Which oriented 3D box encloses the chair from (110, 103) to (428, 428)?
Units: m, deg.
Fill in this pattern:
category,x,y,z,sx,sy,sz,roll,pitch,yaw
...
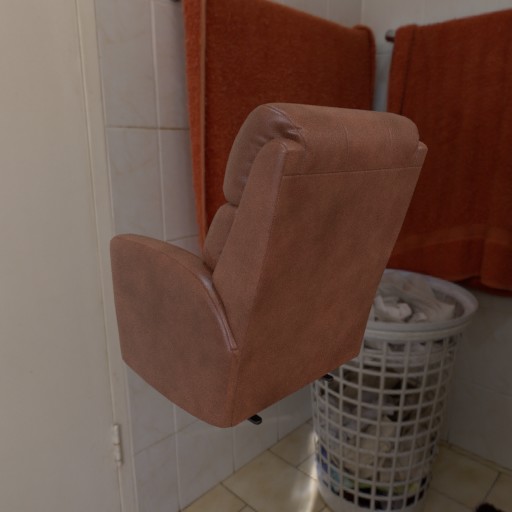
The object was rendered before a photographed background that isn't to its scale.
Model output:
category,x,y,z,sx,sy,sz,roll,pitch,yaw
chair,0.000,0.000,1.667,0.787,1.016,0.939,-13,19,-42
